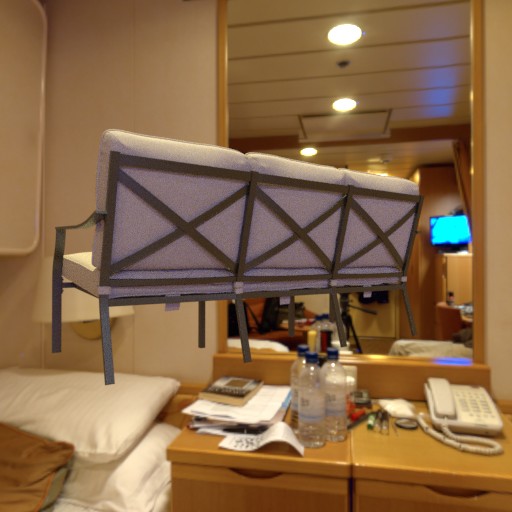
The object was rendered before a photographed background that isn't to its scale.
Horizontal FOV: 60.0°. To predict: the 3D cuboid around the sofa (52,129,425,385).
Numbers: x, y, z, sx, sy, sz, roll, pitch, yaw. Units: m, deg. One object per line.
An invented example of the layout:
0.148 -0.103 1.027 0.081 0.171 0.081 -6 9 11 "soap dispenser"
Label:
0.000 0.000 2.193 1.740 0.860 0.787 0 -1 -35 "sofa"
